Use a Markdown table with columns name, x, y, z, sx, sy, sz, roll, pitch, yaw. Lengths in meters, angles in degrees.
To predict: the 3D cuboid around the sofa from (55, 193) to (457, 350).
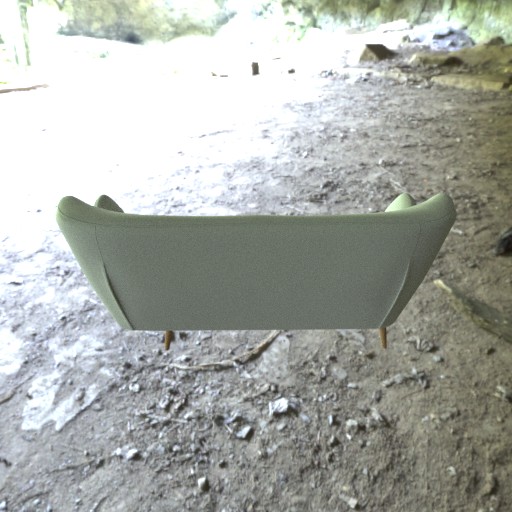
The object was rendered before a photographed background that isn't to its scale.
| name | x | y | z | sx | sy | sz | roll | pitch | yaw |
| --- | --- | --- | --- | --- | --- | --- | --- | --- | --- |
| sofa | 0.000 | 0.000 | 2.449 | 1.930 | 0.890 | 0.899 | 0 | 31 | -1 |
